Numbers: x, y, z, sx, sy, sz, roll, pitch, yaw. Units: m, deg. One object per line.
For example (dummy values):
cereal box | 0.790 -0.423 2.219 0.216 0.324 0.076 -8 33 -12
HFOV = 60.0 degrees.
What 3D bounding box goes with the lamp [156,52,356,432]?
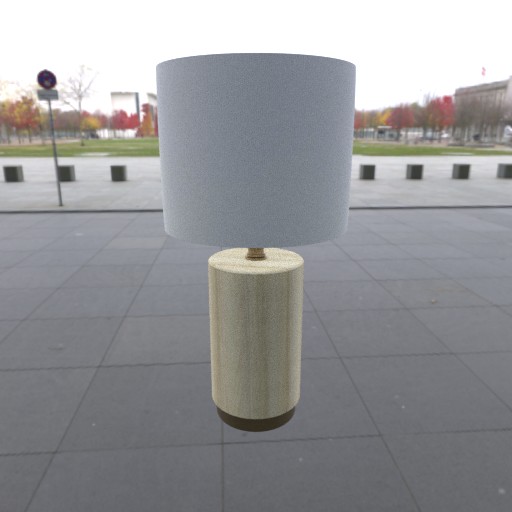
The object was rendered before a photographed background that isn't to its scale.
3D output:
lamp | 0.000 0.000 0.569 0.228 0.444 0.228 3 16 10
